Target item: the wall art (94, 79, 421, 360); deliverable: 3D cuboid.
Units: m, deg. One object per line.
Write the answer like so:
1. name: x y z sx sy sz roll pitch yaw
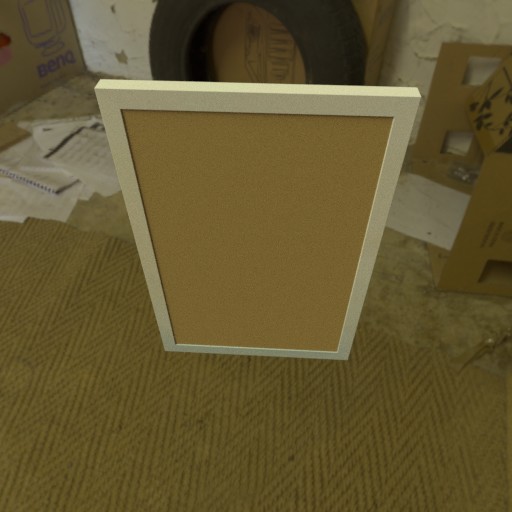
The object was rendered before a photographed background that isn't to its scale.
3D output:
1. wall art: 0.000 0.000 1.168 0.612 0.915 0.039 2 46 2
